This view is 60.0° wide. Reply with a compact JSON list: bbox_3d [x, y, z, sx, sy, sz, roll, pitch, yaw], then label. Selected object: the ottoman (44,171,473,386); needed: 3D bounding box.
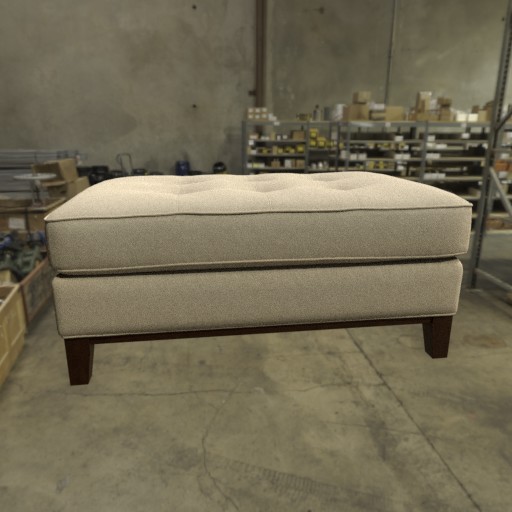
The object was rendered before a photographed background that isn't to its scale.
[{"bbox_3d":[0.000,0.000,1.478,1.143,0.508,0.648,-2,17,-8],"label":"ottoman"}]
